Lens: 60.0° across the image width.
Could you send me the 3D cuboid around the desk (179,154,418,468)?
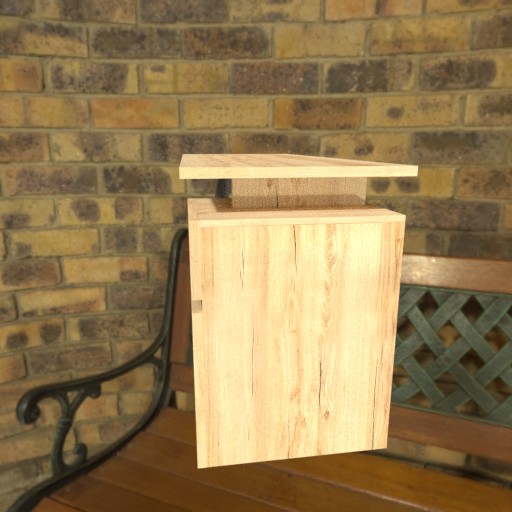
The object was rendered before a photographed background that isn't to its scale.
[{"bbox_3d":[0.000,0.000,1.757,0.550,0.760,1.400,-2,14,-9],"label":"desk"}]
